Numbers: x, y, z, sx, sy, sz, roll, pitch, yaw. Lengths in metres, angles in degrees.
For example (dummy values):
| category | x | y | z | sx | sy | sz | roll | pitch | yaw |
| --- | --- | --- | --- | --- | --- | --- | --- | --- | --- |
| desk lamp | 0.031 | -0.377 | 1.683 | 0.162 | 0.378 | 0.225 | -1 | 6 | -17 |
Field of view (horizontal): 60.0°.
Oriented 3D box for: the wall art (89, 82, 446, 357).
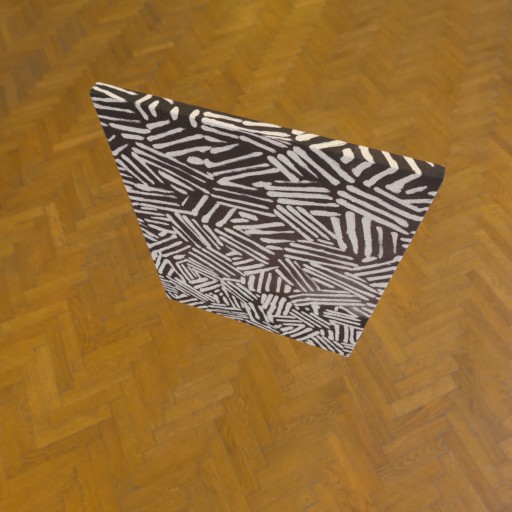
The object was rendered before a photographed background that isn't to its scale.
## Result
| category | x | y | z | sx | sy | sz | roll | pitch | yaw |
| --- | --- | --- | --- | --- | --- | --- | --- | --- | --- |
| wall art | 0.000 | 0.000 | 1.344 | 0.765 | 1.017 | 0.038 | 17 | 60 | 10 |
